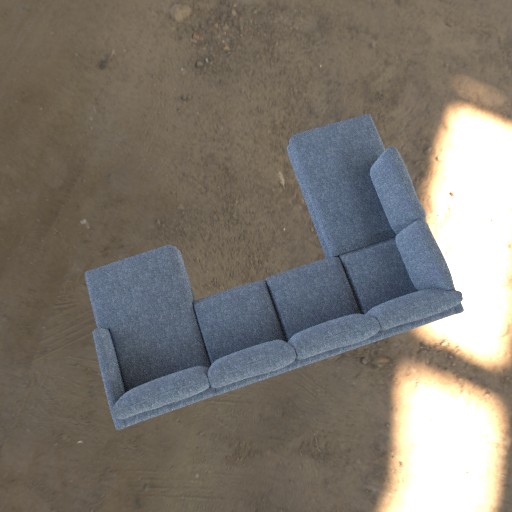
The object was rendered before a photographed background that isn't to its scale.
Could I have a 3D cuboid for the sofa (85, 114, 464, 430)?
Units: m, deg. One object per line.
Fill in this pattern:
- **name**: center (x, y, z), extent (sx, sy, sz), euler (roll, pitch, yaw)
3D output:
- **sofa**: center (0.000, 0.000, 3.593), extent (2.737, 0.756, 1.879), euler (-18, 76, -4)
